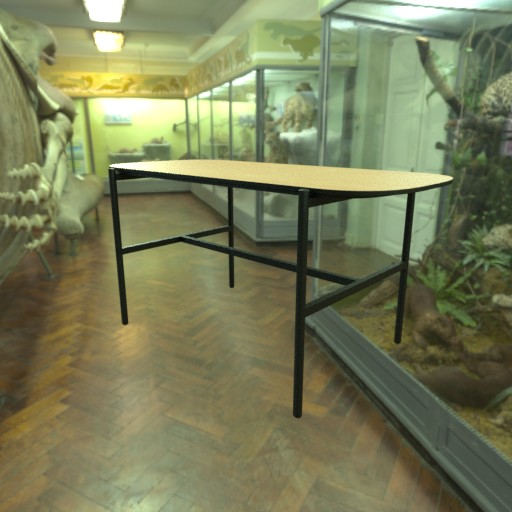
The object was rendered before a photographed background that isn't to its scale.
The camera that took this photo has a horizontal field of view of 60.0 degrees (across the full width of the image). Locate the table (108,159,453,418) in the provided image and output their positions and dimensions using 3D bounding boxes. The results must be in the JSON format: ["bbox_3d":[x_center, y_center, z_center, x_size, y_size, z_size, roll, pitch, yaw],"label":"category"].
[{"bbox_3d":[0.000,0.000,1.044,0.800,0.400,0.400,14,21,41],"label":"table"}]
